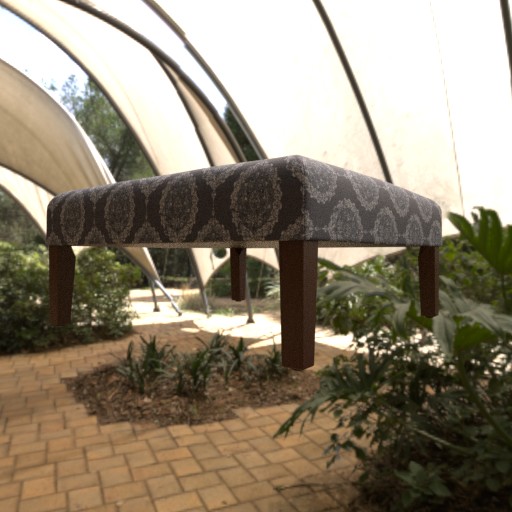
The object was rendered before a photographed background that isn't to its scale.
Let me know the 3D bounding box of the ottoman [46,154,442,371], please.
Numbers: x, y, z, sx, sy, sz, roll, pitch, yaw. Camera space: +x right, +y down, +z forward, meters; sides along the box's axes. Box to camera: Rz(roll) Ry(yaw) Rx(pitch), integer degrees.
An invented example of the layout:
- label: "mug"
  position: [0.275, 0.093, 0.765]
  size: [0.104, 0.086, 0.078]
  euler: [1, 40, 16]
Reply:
- label: "ottoman"
  position: [0.000, 0.000, 1.386]
  size: [0.889, 0.409, 0.890]
  euler: [0, 0, 37]
